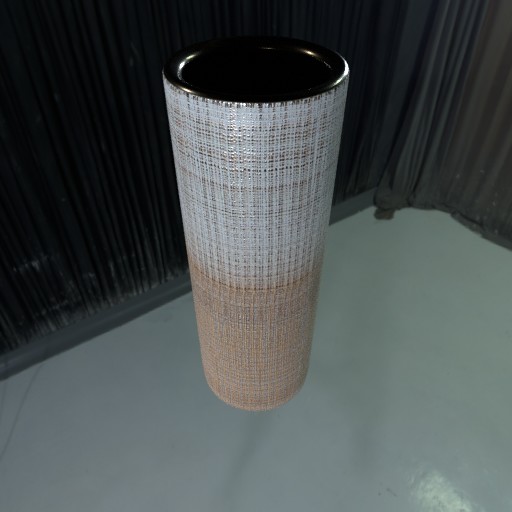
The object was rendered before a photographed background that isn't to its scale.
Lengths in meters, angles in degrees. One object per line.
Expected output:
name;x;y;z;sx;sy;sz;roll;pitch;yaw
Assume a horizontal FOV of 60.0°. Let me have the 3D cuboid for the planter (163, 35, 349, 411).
planter;0.000;0.000;0.328;0.099;0.278;0.099;-28;49;-27
